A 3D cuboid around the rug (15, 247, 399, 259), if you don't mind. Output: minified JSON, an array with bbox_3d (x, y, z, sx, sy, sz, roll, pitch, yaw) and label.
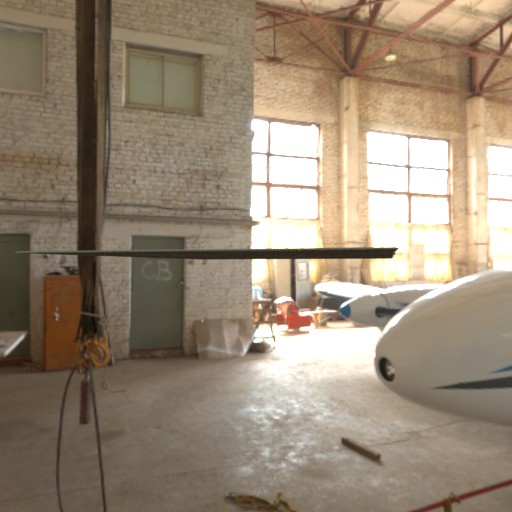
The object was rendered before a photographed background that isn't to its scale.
[{"bbox_3d":[0.000,0.000,3.954,2.363,0.012,2.980,0,-1,17],"label":"rug"}]
